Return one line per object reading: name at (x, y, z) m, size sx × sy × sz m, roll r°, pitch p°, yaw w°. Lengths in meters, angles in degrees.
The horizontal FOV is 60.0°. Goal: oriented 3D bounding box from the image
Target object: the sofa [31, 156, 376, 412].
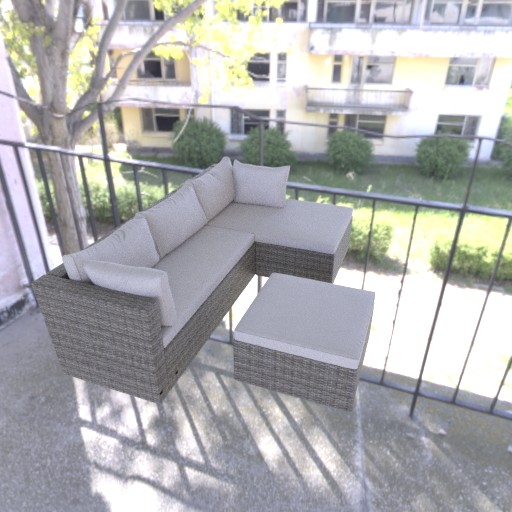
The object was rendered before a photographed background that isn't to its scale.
sofa at (0.000, 0.000, 3.040) m, size 1.662 × 0.766 × 2.192 m, roll 10°, pitch 31°, yaw 18°
